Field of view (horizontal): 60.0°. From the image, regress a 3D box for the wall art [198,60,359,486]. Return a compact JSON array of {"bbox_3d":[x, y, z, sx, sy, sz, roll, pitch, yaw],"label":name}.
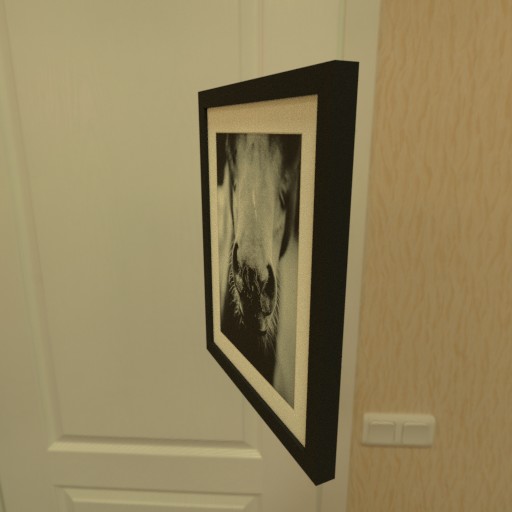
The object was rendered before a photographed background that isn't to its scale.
[{"bbox_3d":[0.000,0.000,0.757,0.033,0.559,0.457,-8,17,-25],"label":"wall art"}]
